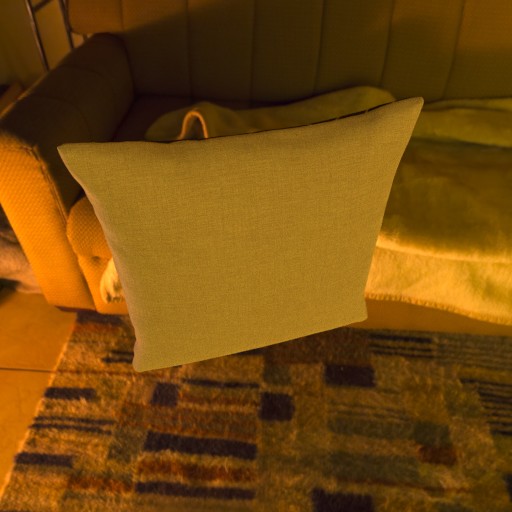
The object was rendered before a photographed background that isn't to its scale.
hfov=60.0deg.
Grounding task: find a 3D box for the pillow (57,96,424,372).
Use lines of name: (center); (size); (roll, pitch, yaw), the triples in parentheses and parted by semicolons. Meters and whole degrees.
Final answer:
pillow: (0.000, 0.000, 0.774); (0.517, 0.508, 0.158); (-11, 44, -12)
